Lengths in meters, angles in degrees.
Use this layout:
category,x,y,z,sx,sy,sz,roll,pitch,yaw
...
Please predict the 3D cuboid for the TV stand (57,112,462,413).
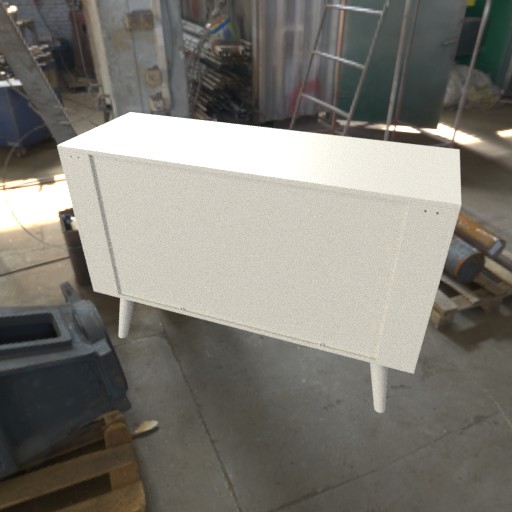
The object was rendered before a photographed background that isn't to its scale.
category,x,y,z,sx,sy,sz,roll,pitch,yaw
TV stand,0.000,0.000,1.608,1.193,0.812,0.406,12,35,17
